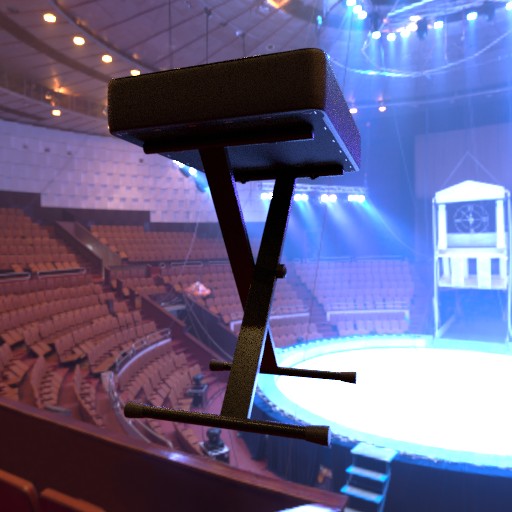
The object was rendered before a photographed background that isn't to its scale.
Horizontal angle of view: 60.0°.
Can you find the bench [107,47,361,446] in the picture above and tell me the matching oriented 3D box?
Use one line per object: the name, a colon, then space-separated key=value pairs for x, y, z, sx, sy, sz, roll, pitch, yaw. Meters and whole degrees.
bench: x=0.000 y=0.000 z=0.778 sx=0.321 sy=0.500 sz=0.424 roll=0 pitch=0 yaw=19
